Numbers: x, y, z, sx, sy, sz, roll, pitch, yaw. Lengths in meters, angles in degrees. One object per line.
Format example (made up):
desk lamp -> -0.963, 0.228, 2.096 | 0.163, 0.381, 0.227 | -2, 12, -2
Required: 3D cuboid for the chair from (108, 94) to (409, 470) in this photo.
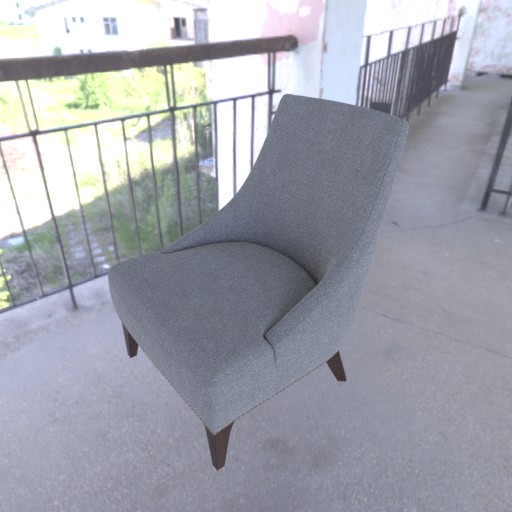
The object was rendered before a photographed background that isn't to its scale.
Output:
chair -> 0.000, 0.000, 1.512 | 0.861, 0.909, 0.701 | -22, 37, -32
